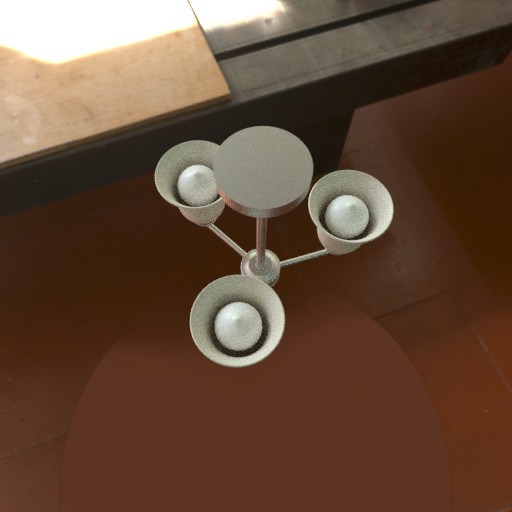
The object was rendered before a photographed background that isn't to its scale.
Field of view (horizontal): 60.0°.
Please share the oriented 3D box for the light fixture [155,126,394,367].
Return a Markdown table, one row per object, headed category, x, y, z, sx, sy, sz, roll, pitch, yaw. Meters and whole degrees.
| category | x | y | z | sx | sy | sz | roll | pitch | yaw |
| --- | --- | --- | --- | --- | --- | --- | --- | --- | --- |
| light fixture | 0.000 | 0.000 | 0.686 | 0.388 | 0.370 | 0.354 | 12 | 66 | 6 |
